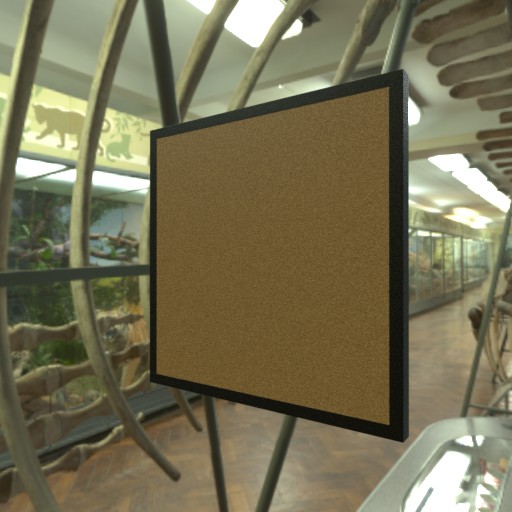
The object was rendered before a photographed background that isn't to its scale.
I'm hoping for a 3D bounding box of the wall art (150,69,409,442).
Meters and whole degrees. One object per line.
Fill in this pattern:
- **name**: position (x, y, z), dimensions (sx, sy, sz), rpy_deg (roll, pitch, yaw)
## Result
- **wall art**: position (0.000, 0.000, 1.139), dimensions (0.762, 0.762, 0.038), rpy_deg (0, 0, 35)
